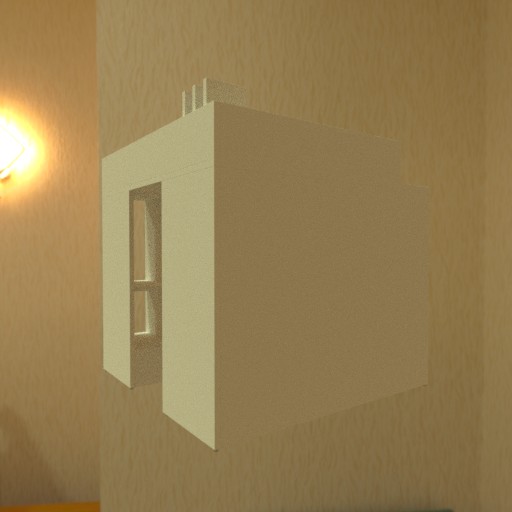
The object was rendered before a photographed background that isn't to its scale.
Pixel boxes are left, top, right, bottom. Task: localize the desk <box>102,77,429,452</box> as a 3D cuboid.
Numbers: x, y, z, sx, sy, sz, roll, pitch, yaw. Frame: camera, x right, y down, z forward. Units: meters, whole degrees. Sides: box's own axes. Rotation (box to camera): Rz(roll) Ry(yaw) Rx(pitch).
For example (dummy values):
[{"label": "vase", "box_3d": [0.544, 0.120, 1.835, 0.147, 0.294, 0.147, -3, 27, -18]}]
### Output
[{"label": "desk", "box_3d": [0.000, 0.000, 1.789, 0.940, 0.986, 0.940, -1, 2, -36]}]
